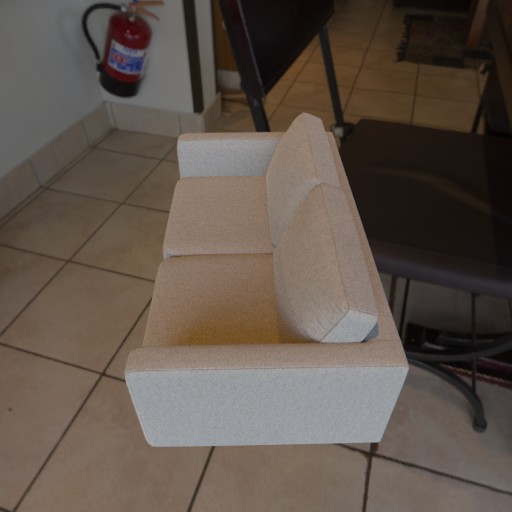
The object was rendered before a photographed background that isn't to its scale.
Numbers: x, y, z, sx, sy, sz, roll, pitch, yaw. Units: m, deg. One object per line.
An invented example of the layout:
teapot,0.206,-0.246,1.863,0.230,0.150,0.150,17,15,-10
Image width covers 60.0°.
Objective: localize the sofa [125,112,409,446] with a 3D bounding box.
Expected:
sofa,0.000,0.000,2.295,1.000,0.900,1.731,-1,42,-1
